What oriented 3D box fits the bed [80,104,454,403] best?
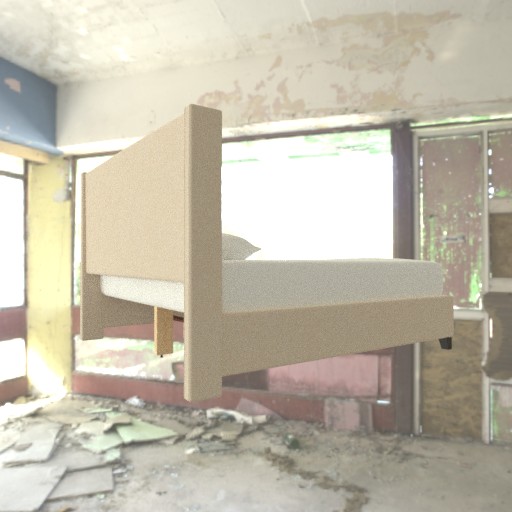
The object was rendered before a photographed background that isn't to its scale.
[{"bbox_3d":[0.000,0.000,3.695,2.293,1.471,2.145,0,-1,-35],"label":"bed"}]
